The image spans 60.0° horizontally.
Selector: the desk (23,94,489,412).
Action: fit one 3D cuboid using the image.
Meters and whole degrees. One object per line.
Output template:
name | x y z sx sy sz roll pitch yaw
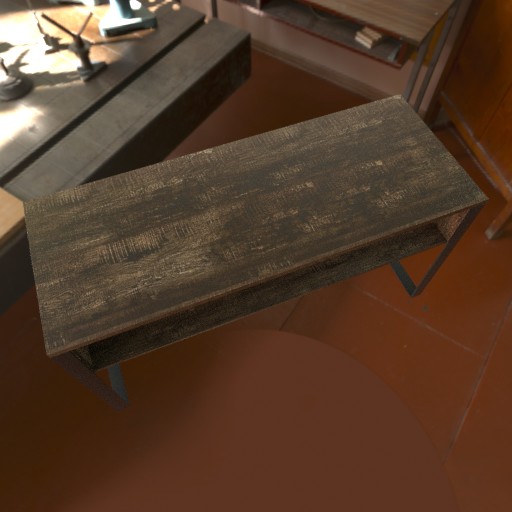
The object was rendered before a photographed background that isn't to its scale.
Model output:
desk | 0.000 0.000 1.881 1.524 0.762 0.599 -19 61 -11
